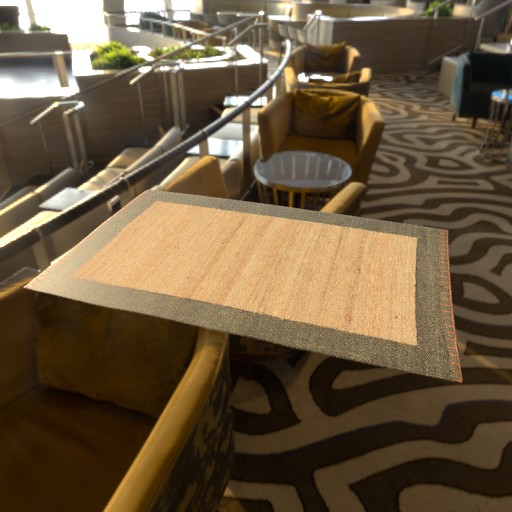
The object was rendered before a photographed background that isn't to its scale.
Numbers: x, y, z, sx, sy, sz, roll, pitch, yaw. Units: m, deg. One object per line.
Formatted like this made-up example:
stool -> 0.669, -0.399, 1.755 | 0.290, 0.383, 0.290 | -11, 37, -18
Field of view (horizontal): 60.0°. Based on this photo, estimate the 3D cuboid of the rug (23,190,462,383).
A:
rug -> 0.000, 0.000, 2.909 | 2.435, 0.006, 1.521 | 10, 34, 15
